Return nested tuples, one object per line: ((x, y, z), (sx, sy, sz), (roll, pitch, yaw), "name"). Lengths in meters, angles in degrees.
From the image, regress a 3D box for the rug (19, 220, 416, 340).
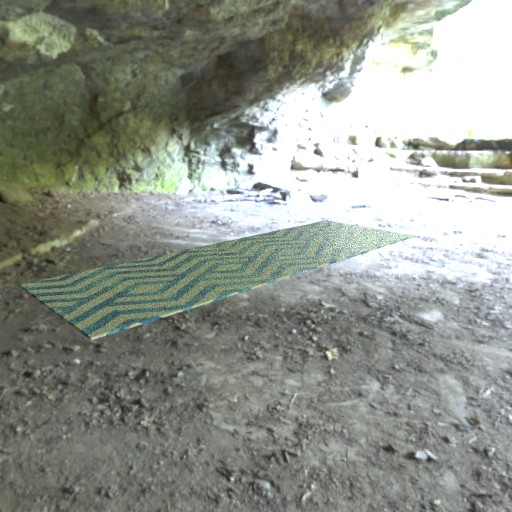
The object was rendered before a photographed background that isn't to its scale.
((0.000, 0.000, 1.653), (1.492, 0.007, 0.503), (-14, 21, -42), "rug")
